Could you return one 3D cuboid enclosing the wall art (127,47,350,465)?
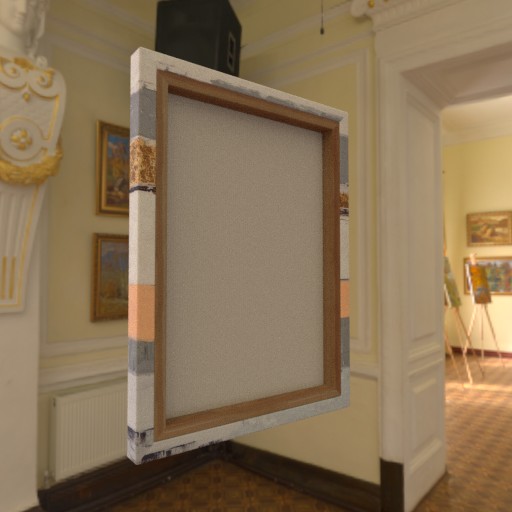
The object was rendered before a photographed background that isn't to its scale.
[{"bbox_3d":[0.000,0.000,0.794,0.456,0.609,0.038,1,-2,-37],"label":"wall art"}]
